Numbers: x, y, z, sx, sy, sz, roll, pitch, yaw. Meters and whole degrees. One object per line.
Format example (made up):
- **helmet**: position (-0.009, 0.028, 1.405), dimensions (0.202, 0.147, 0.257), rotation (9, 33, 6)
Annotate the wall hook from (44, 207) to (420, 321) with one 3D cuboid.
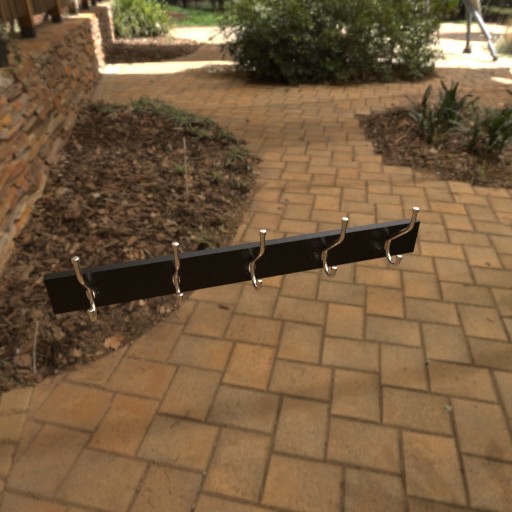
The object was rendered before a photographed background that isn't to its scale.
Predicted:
- **wall hook**: position (0.000, 0.000, 0.636), dimensions (0.571, 0.117, 0.071), rotation (-9, 34, -14)
